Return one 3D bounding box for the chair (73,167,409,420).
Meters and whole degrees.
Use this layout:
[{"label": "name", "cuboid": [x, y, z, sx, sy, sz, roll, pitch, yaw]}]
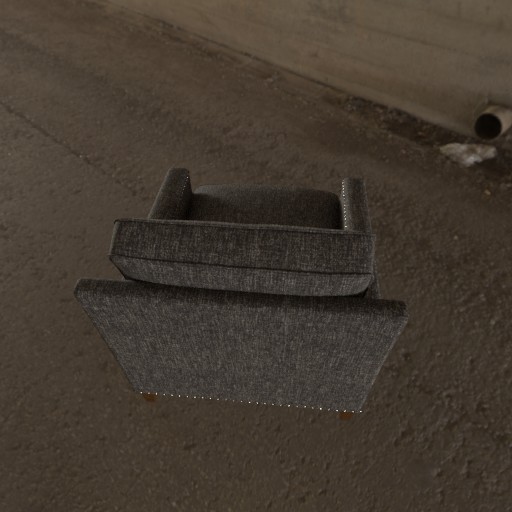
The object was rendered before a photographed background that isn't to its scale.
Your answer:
[{"label": "chair", "cuboid": [0.000, 0.000, 1.679, 0.853, 0.943, 1.014, 4, 45, 4]}]
